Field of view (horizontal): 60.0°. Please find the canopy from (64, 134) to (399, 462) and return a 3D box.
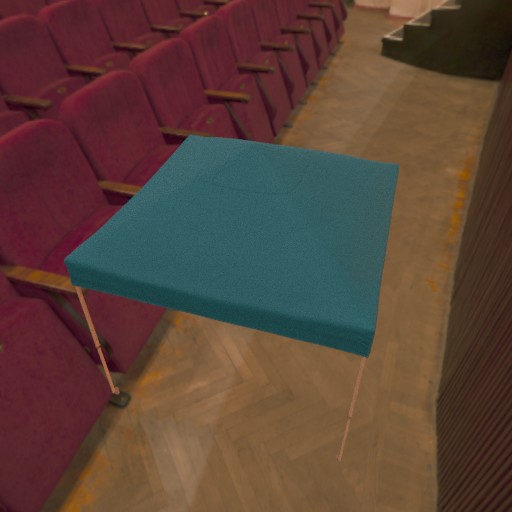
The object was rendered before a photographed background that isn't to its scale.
[{"bbox_3d":[0.000,0.000,5.506,2.996,2.997,2.998,12,41,14],"label":"canopy"}]
